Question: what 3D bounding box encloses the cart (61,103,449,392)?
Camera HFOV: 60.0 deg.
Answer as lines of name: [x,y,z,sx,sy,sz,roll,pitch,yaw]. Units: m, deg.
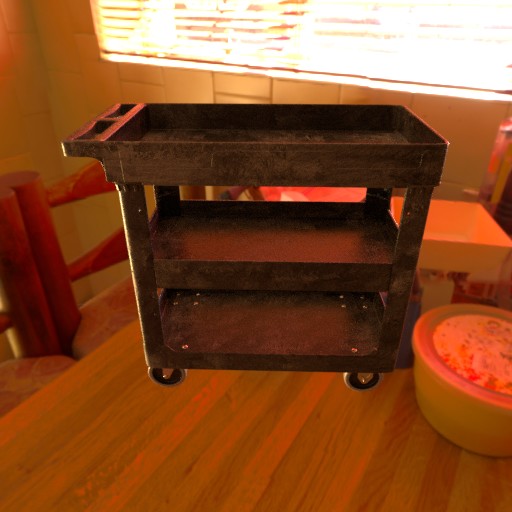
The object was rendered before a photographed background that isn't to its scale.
cart: [0.000,0.000,1.368,0.877,0.824,0.420,1,30,1]
